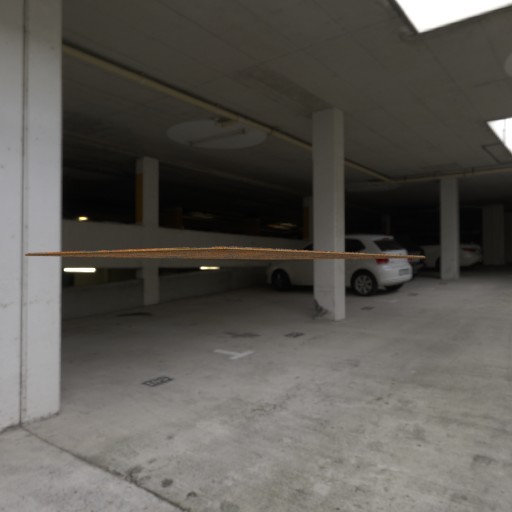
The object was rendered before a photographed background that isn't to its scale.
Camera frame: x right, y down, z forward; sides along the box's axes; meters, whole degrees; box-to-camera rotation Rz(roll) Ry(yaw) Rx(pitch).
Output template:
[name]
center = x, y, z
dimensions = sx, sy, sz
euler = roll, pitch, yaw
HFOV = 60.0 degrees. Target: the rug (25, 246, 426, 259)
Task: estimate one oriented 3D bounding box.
[rug]
center = 0.000, 0.000, 2.240
dimensions = 1.148, 0.013, 1.758
euler = -1, -1, 38
